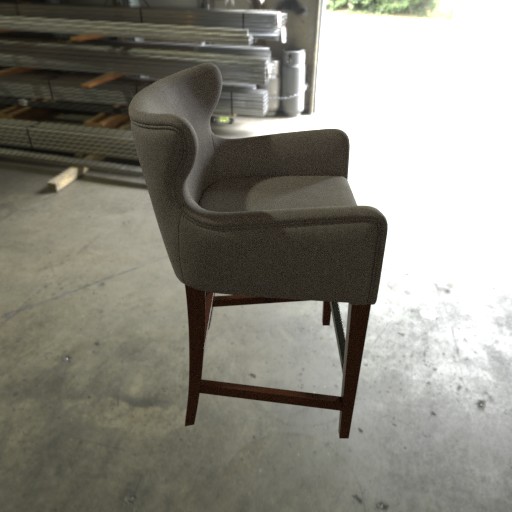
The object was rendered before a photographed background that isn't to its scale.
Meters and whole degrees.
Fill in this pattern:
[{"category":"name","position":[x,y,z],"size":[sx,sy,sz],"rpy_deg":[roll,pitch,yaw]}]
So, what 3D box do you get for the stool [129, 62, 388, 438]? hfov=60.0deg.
[{"category":"stool","position":[0.000,0.000,1.284],"size":[0.575,0.951,0.575],"rpy_deg":[1,33,1]}]
